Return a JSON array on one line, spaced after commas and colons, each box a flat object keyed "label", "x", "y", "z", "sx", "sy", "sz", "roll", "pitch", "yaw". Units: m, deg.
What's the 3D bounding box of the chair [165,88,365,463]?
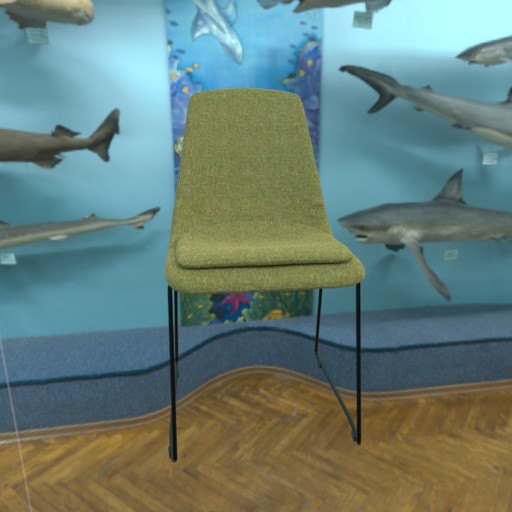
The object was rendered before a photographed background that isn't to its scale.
[{"label": "chair", "x": 0.000, "y": 0.000, "z": 1.145, "sx": 0.479, "sy": 0.849, "sz": 0.496, "roll": -2, "pitch": 17, "yaw": -7}]
